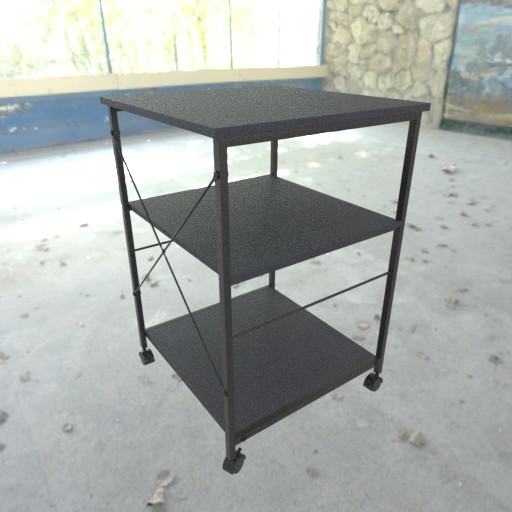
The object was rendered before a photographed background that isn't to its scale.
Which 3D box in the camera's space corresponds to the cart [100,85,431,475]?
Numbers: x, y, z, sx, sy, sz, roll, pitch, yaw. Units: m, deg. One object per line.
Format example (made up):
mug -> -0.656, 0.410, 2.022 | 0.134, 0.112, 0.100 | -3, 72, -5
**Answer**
cart -> 0.000, 0.000, 1.138 | 0.520, 0.762, 0.521 | -17, 31, -32
